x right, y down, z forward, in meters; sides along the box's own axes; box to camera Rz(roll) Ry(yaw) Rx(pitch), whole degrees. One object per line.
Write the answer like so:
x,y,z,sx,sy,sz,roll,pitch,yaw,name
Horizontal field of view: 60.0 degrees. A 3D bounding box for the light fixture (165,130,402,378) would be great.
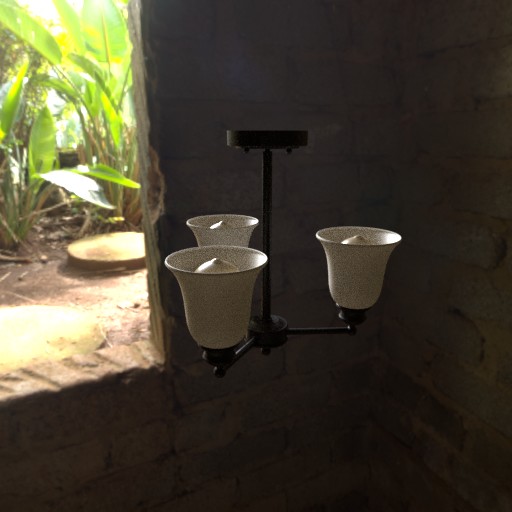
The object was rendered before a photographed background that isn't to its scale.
0.000,0.000,0.679,0.388,0.370,0.354,8,17,27,light fixture
